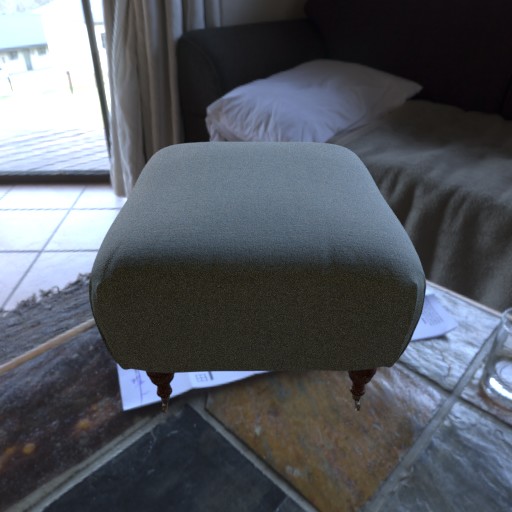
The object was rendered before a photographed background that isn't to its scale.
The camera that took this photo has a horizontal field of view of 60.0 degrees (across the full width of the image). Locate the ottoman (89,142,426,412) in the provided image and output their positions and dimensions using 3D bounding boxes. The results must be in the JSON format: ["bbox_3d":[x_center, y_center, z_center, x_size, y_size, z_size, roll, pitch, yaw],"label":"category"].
[{"bbox_3d":[0.000,0.000,1.132,0.622,0.450,0.747,0,32,0],"label":"ottoman"}]
